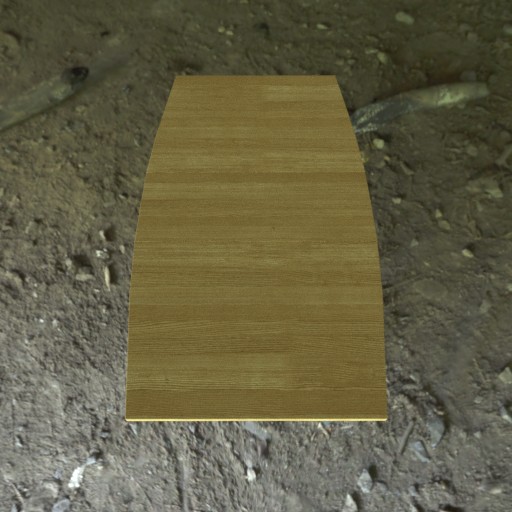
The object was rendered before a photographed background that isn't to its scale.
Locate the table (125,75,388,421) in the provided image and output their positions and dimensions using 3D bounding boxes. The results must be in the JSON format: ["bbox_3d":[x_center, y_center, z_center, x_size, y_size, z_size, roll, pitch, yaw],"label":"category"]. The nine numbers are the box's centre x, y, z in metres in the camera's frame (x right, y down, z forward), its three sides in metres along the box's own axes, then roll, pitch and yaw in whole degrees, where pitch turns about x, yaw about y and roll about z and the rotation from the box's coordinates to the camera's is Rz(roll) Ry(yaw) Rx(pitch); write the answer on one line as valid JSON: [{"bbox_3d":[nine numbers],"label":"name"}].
[{"bbox_3d":[0.000,0.000,2.043,0.900,0.748,1.598,0,58,0],"label":"table"}]
